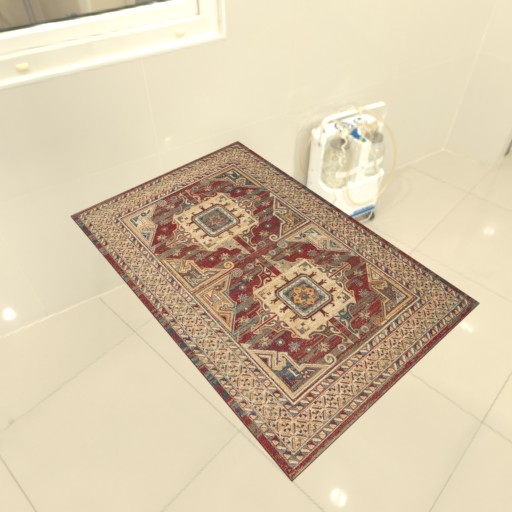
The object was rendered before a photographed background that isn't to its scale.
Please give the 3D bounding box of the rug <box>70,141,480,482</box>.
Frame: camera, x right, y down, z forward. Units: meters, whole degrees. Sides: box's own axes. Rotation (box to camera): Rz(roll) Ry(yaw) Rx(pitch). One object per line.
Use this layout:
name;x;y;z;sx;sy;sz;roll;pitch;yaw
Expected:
rug;0.000;0.000;5.756;3.033;0.033;4.578;-31;54;-26
